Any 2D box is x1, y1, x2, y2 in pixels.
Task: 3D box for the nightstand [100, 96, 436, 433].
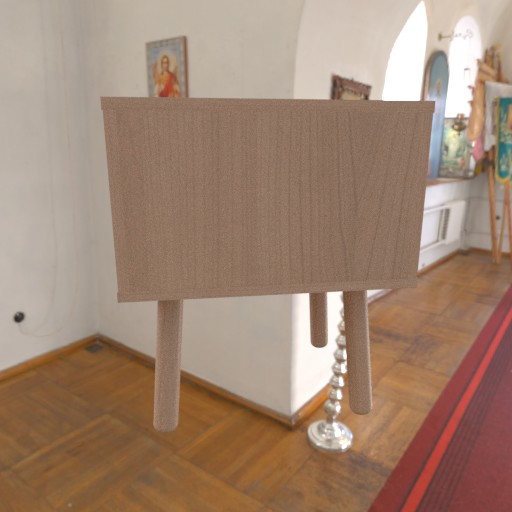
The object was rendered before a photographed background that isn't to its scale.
[{"bbox_3d":[0.000,0.000,0.836,0.450,0.530,0.380,-2,15,-8],"label":"nightstand"}]
